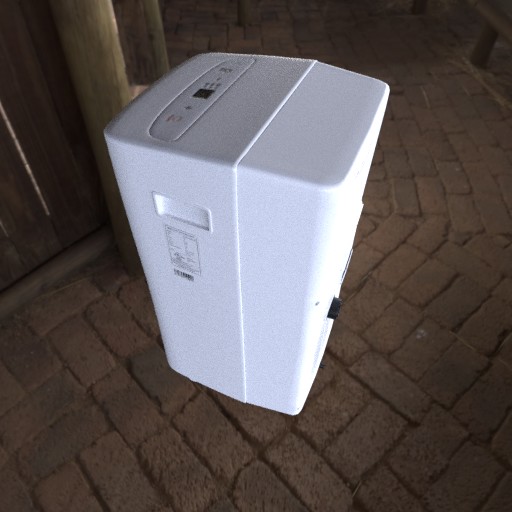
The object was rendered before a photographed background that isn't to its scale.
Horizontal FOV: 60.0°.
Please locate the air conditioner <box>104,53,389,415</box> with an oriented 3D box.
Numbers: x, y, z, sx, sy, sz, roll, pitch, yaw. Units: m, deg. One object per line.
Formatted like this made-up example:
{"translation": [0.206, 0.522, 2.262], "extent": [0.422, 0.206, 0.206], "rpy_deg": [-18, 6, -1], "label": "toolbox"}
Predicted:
{"translation": [0.000, 0.000, 0.807], "extent": [0.349, 0.606, 0.304], "rpy_deg": [17, 49, 15], "label": "air conditioner"}
